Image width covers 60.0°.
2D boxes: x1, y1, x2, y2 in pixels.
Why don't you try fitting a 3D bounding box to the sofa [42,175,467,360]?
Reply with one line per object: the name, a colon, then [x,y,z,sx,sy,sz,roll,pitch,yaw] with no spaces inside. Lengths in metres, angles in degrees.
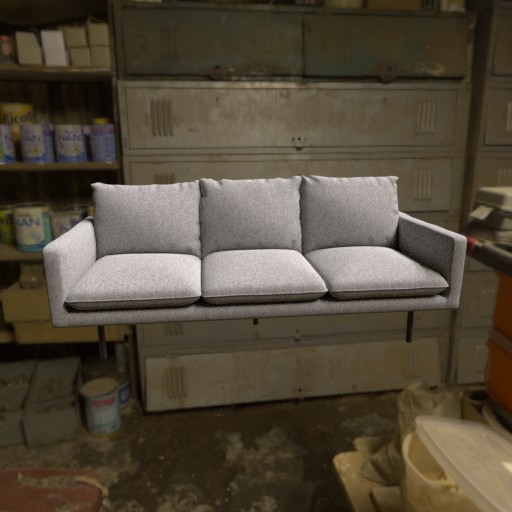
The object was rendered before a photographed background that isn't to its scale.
sofa: [0.000,0.000,2.474,2.000,0.830,0.850,-2,15,-7]
